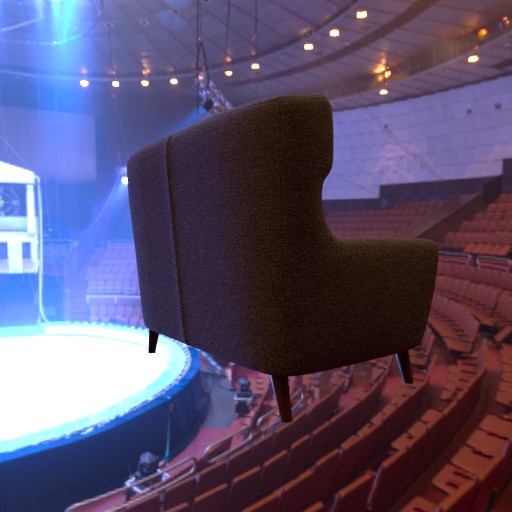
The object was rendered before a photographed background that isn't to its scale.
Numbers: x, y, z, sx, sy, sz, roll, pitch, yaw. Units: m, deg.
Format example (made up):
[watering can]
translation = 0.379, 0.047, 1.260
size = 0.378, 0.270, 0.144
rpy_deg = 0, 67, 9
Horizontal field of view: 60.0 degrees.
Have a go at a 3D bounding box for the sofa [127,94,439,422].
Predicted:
[sofa]
translation = 0.000, 0.000, 2.025
size = 0.874, 1.028, 1.358
rpy_deg = -1, 2, -36
